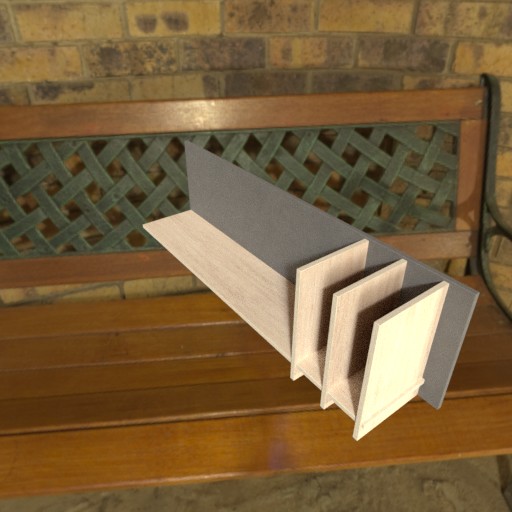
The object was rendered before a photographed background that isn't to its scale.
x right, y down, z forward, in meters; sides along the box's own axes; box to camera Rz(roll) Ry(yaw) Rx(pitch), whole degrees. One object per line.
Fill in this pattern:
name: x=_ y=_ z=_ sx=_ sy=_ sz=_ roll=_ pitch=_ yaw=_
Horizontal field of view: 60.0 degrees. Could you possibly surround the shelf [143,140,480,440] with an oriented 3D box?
shelf: x=0.000 y=0.000 z=1.136 sx=0.200 sy=0.300 sz=1.020 roll=-22 pitch=39 yaw=-30
